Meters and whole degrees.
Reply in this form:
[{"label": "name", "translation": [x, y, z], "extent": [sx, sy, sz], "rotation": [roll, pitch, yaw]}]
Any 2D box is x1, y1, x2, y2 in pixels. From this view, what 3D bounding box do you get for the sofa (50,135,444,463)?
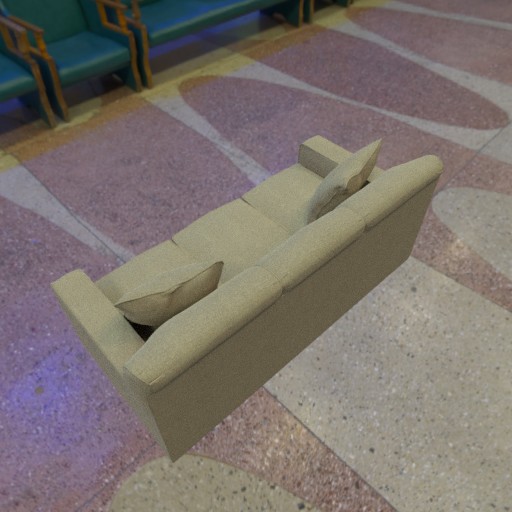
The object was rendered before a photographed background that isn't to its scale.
[{"label": "sofa", "translation": [0.000, 0.000, 2.573], "extent": [2.024, 0.958, 0.997], "rotation": [-34, 56, -27]}]
